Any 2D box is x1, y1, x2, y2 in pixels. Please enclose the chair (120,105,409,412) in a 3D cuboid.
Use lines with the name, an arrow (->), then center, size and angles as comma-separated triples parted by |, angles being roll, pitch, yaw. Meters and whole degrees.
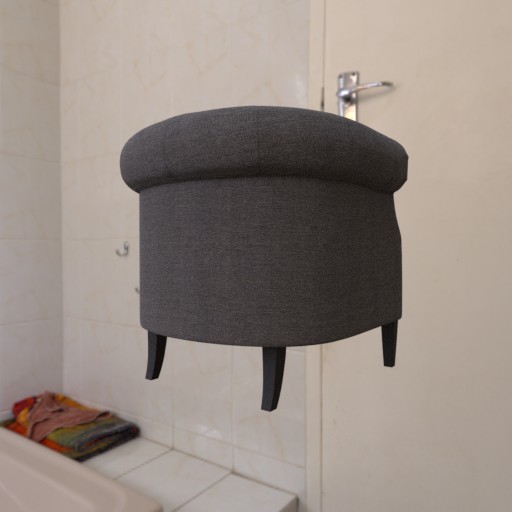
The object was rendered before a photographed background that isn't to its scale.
chair -> 0.000, 0.000, 1.561 | 0.905, 0.827, 0.852 | 1, 1, 37
